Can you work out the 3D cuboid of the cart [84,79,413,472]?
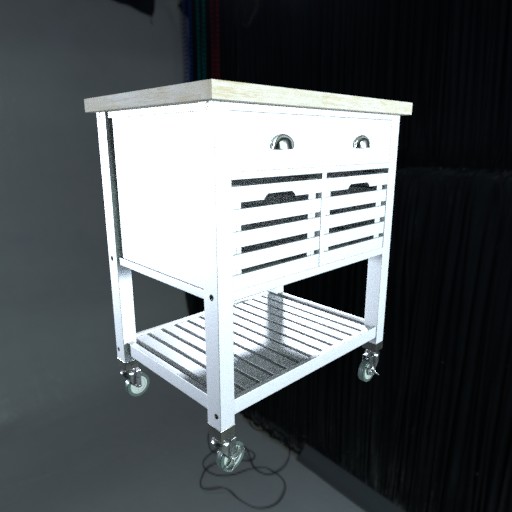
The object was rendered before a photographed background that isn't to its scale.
[{"bbox_3d":[0.000,0.000,1.380,0.762,0.914,0.559,-13,20,-42],"label":"cart"}]
